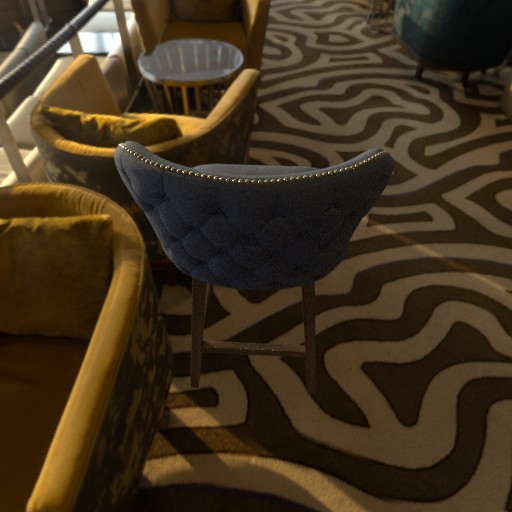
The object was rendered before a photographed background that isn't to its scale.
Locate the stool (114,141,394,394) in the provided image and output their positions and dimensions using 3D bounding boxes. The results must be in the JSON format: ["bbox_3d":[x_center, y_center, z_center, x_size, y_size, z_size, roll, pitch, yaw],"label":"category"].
[{"bbox_3d":[0.000,0.000,1.368,0.615,0.972,0.597,2,45,2],"label":"stool"}]
